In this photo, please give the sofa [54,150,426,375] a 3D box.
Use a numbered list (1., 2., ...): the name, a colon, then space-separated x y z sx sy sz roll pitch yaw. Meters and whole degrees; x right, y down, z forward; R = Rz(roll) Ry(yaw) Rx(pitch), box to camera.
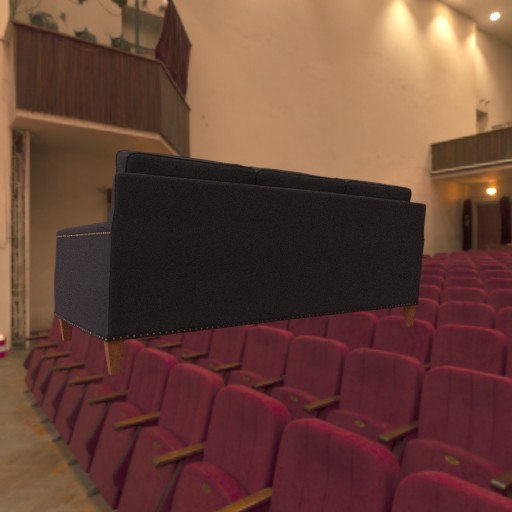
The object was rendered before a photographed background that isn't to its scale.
1. sofa: 0.000 0.000 2.872 2.246 1.003 1.084 -1 1 -36
